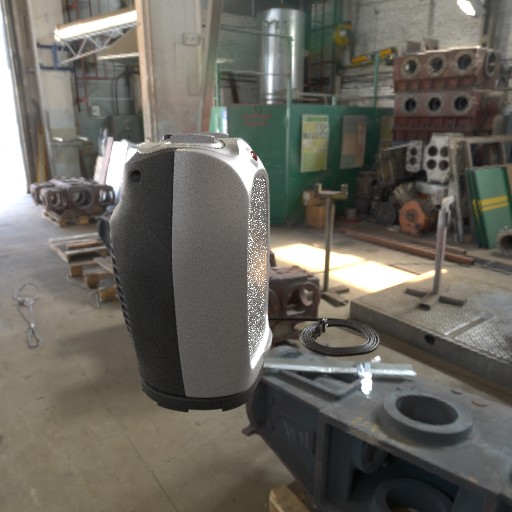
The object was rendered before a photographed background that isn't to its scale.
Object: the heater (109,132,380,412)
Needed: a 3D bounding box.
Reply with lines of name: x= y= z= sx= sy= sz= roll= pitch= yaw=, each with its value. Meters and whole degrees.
heater: x=0.000 y=0.000 z=0.474 sx=0.291 sy=0.255 sz=0.239 roll=3 pitch=17 yaw=8
